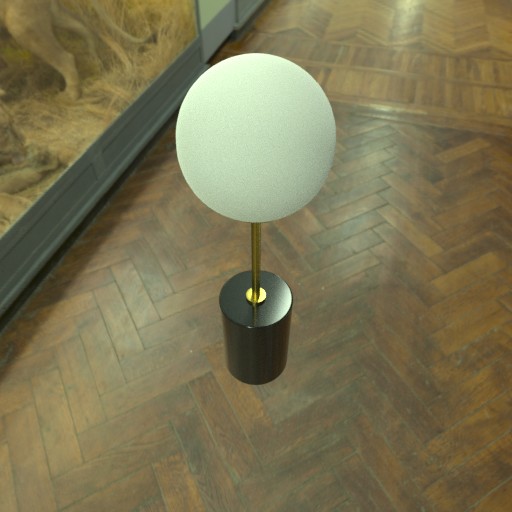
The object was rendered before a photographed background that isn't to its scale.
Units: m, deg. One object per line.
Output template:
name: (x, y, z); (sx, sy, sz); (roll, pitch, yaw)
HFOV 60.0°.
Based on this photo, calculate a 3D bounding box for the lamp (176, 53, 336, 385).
lamp: (0.000, 0.000, 0.548); (0.153, 0.480, 0.153); (0, 47, 0)
